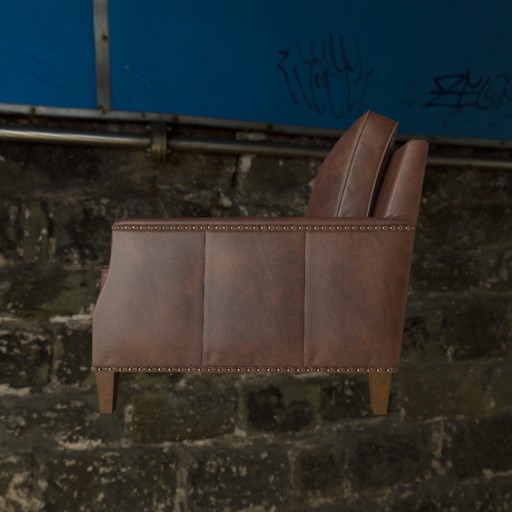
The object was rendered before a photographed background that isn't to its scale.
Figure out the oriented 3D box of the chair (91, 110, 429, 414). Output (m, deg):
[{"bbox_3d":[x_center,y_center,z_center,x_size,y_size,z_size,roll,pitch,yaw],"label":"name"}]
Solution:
[{"bbox_3d":[0.000,0.000,1.706,1.014,0.929,0.853,0,0,1],"label":"chair"}]
